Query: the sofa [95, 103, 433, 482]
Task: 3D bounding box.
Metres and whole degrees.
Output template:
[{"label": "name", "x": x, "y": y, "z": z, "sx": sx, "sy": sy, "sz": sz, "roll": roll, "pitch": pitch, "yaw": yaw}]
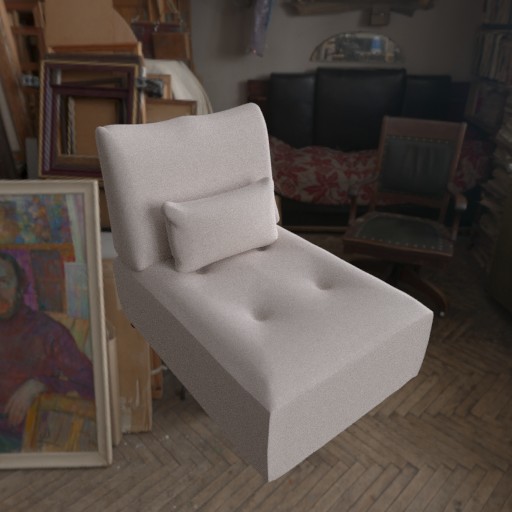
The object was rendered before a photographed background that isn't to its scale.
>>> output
[{"label": "sofa", "x": 0.000, "y": 0.000, "z": 1.541, "sx": 0.700, "sy": 0.820, "sz": 1.000, "roll": -21, "pitch": 36, "yaw": -32}]
